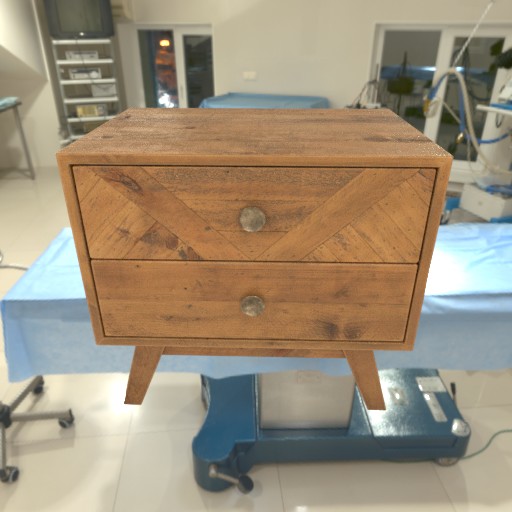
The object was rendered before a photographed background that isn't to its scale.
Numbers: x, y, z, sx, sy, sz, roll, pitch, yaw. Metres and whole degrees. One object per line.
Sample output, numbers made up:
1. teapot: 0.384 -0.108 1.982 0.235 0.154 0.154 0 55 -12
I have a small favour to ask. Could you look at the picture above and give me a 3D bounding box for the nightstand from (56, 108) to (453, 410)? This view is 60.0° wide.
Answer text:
1. nightstand: 0.000 0.000 1.051 0.650 0.599 0.450 1 28 1
